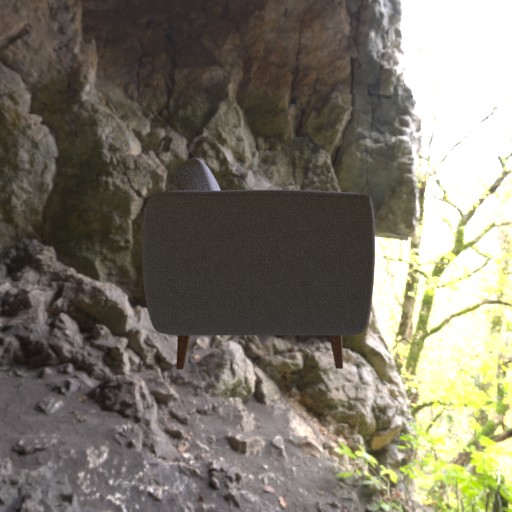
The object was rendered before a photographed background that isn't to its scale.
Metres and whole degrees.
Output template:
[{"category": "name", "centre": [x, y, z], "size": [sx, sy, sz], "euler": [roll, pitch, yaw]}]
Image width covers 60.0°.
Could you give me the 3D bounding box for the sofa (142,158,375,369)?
[{"category": "sofa", "centre": [0.000, 0.000, 2.572], "size": [0.920, 0.850, 2.000], "euler": [0, 1, -1]}]
